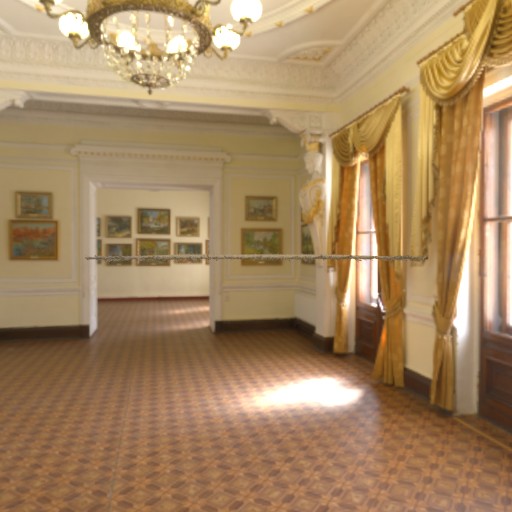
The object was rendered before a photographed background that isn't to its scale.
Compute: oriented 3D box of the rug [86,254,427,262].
[{"bbox_3d":[0.000,0.000,3.133,1.495,0.035,2.472,0,0,0],"label":"rug"}]
